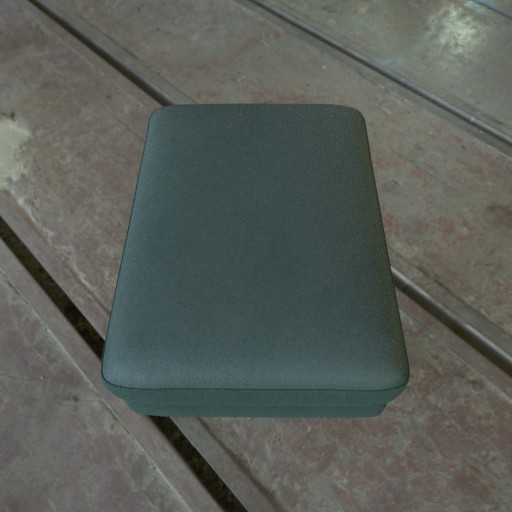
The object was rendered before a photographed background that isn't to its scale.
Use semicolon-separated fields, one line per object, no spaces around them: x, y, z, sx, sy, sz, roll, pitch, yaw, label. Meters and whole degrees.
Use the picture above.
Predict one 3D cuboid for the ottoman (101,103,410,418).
0.000;0.000;1.163;0.608;0.449;0.811;0;58;0;ottoman
